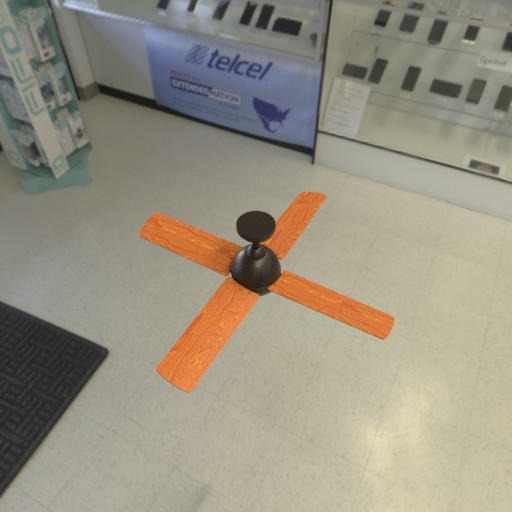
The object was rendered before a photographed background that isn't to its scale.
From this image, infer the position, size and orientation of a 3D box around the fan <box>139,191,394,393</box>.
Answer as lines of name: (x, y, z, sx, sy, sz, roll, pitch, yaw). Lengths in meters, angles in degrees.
fan: (0.000, 0.000, 2.034, 1.332, 0.403, 1.332, 23, 51, 20)
